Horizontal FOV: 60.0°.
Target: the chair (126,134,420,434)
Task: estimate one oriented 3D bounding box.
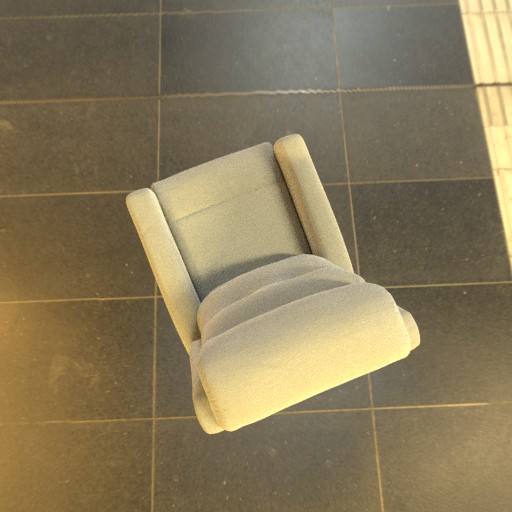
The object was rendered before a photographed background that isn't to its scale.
[{"bbox_3d":[0.000,0.000,1.711,0.798,1.013,1.043,-21,76,-6],"label":"chair"}]
